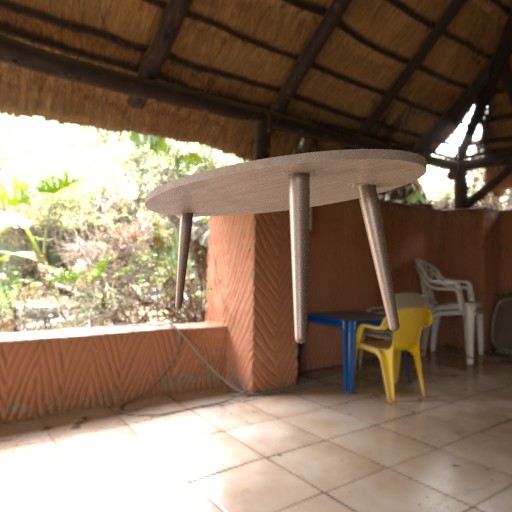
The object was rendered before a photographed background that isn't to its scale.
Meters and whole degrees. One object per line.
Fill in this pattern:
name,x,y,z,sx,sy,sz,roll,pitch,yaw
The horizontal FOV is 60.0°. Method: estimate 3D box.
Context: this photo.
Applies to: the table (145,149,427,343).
table,0.000,0.000,1.326,0.542,0.390,1.083,1,-2,-36
